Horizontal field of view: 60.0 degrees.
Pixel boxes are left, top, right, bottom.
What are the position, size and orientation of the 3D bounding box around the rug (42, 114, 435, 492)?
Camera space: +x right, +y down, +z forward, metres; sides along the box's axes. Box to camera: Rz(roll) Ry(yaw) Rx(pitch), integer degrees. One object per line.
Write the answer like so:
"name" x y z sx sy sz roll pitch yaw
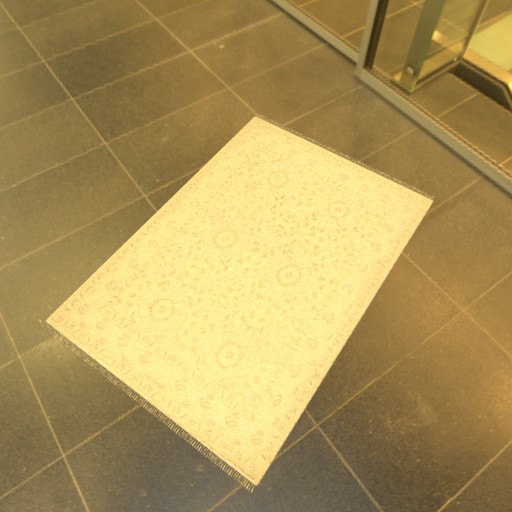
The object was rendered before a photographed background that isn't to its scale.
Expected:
"rug" 0.000 0.000 2.848 1.514 0.011 2.233 31 63 18
